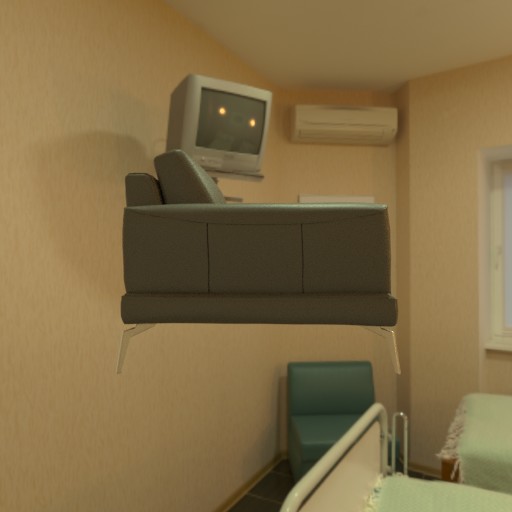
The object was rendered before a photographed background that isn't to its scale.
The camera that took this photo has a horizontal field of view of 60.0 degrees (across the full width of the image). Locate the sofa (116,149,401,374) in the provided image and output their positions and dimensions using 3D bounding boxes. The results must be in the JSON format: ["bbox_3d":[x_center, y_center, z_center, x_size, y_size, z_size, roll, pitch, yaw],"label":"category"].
[{"bbox_3d":[0.000,0.000,2.761,1.121,0.930,2.177,0,0,0],"label":"sofa"}]
